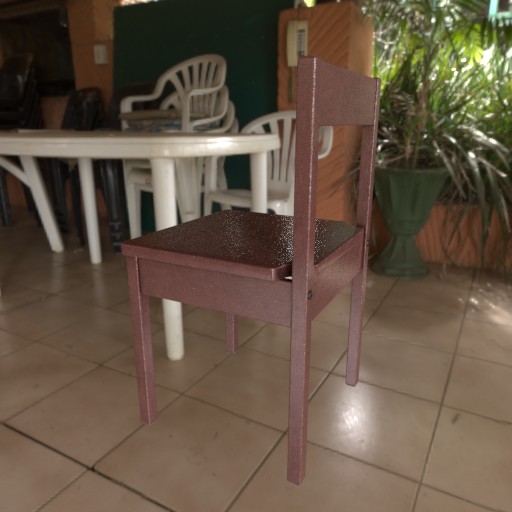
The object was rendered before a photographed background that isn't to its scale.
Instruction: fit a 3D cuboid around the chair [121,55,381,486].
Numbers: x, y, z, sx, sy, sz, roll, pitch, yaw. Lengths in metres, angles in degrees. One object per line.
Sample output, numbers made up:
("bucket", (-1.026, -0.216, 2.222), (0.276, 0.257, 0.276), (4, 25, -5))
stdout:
("chair", (0.000, 0.000, 0.878), (0.361, 0.668, 0.367), (9, 19, 27))
